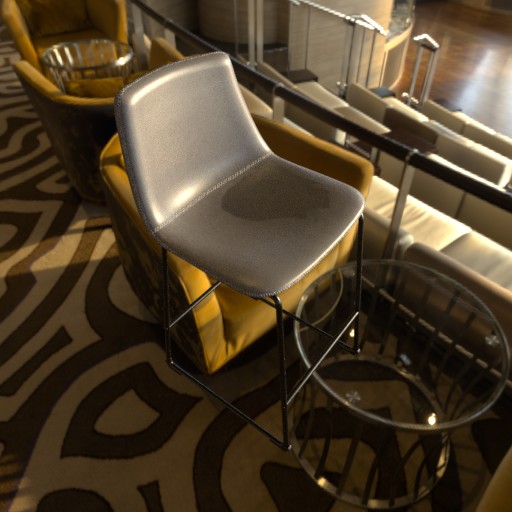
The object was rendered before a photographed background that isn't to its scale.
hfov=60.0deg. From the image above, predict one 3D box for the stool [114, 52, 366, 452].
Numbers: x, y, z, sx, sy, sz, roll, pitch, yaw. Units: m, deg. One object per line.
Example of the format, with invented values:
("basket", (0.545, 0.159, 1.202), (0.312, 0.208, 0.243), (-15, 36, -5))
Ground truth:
("stool", (0.000, 0.000, 1.174), (0.546, 0.876, 0.470), (27, 48, 27))
